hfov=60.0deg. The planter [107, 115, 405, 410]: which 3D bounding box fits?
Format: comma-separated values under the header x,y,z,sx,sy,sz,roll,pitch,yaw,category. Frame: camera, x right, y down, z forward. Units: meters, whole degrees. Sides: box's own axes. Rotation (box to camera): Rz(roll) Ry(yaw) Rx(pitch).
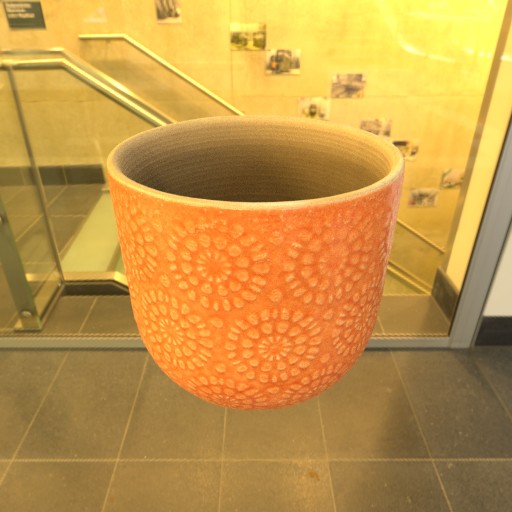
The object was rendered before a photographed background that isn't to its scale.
x,y,z,sx,sy,sz,roll,pitch,yaw,category
0.000,0.000,0.292,0.170,0.152,0.170,0,31,0,planter
